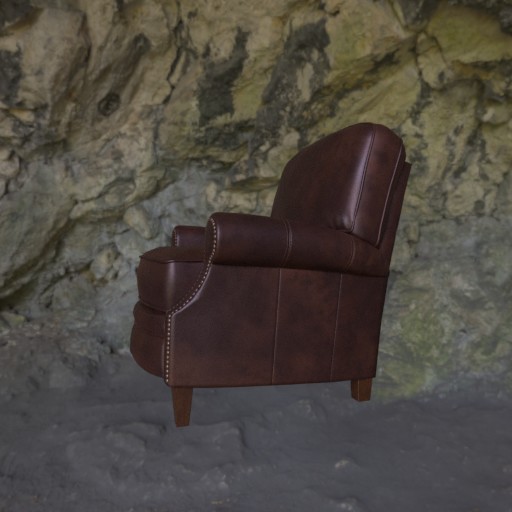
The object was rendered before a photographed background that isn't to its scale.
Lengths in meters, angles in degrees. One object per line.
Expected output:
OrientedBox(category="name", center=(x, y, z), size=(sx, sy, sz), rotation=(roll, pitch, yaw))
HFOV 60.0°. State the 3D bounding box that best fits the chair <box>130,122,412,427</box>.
OrientedBox(category="chair", center=(0.000, 0.000, 1.793), size=(0.986, 1.018, 0.936), rotation=(0, 1, -19))
